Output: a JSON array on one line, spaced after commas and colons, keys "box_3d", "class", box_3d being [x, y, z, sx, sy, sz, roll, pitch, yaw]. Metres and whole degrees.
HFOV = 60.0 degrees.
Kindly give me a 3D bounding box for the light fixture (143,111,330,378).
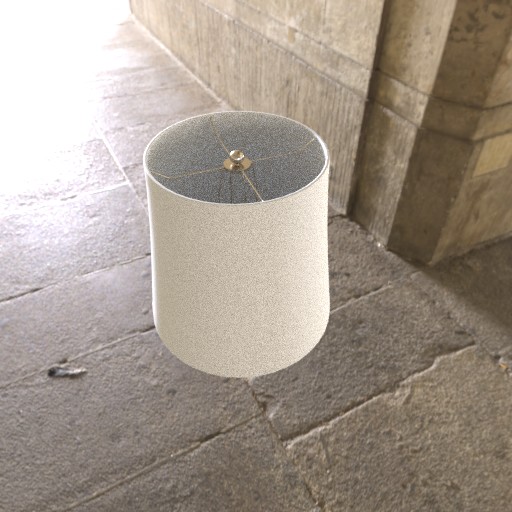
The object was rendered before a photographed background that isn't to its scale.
[{"box_3d": [0.000, 0.000, 0.595, 0.223, 0.381, 0.348, 12, 44, 12], "class": "light fixture"}]
